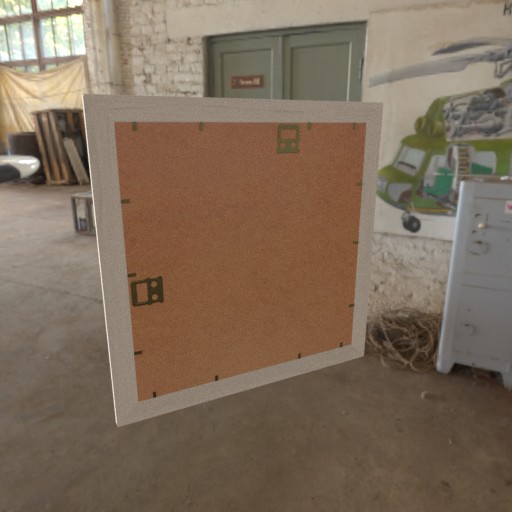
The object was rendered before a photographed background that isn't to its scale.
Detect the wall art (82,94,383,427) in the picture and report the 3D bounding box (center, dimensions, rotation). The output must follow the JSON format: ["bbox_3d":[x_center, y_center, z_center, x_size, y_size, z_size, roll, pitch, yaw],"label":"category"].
[{"bbox_3d":[0.000,0.000,0.874,0.584,0.584,0.013,-8,18,-26],"label":"wall art"}]
